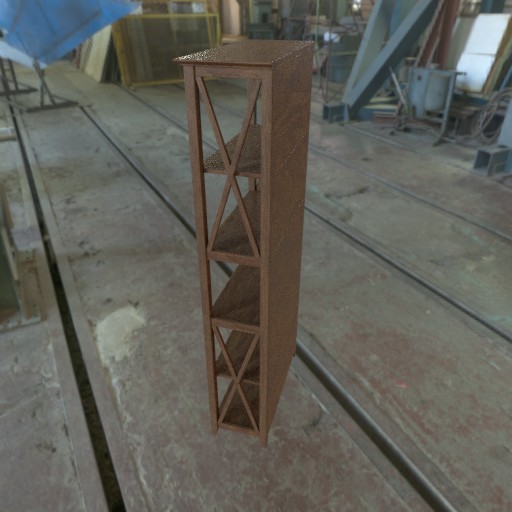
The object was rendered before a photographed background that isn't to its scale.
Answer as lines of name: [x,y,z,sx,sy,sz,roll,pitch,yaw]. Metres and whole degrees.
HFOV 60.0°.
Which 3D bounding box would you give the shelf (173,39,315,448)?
shelf: [0.000,0.000,2.237,0.335,1.905,0.805,9,31,14]
